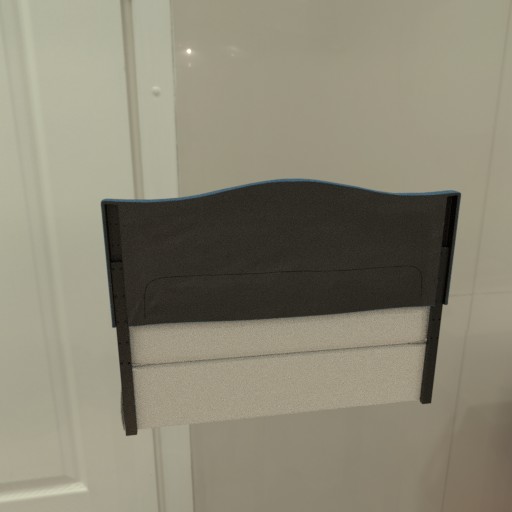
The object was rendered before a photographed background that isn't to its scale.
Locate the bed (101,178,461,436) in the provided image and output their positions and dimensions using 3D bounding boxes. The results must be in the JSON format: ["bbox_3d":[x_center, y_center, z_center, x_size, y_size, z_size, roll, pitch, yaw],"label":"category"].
[{"bbox_3d":[0.000,0.000,2.901,1.610,1.169,1.872,-3,16,-9],"label":"bed"}]
